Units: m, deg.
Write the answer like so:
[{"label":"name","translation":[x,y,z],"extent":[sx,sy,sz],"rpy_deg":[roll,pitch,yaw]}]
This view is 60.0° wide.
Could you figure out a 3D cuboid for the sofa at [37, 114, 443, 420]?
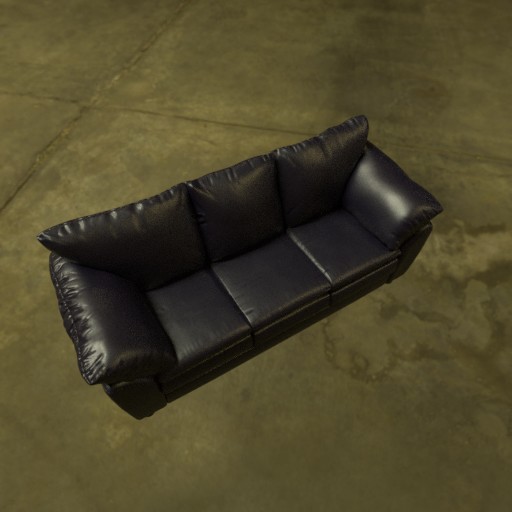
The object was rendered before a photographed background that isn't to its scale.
[{"label":"sofa","translation":[0.000,0.000,2.805],"extent":[2.336,1.073,0.880],"rpy_deg":[-25,53,-20]}]
